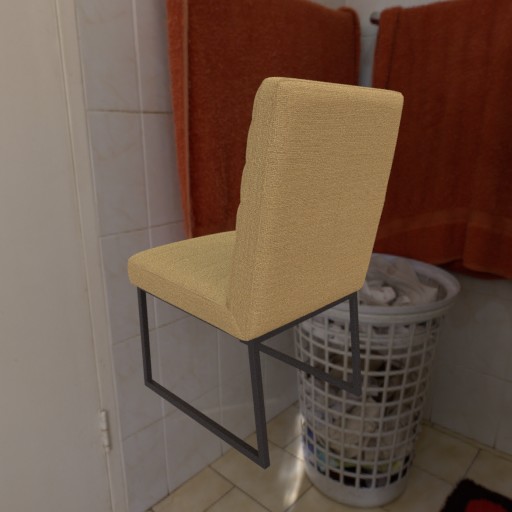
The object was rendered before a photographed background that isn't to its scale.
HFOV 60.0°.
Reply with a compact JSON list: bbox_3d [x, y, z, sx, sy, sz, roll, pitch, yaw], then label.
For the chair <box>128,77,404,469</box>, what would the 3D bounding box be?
[{"bbox_3d":[0.000,0.000,1.325,0.634,0.930,0.520,15,22,42],"label":"chair"}]
